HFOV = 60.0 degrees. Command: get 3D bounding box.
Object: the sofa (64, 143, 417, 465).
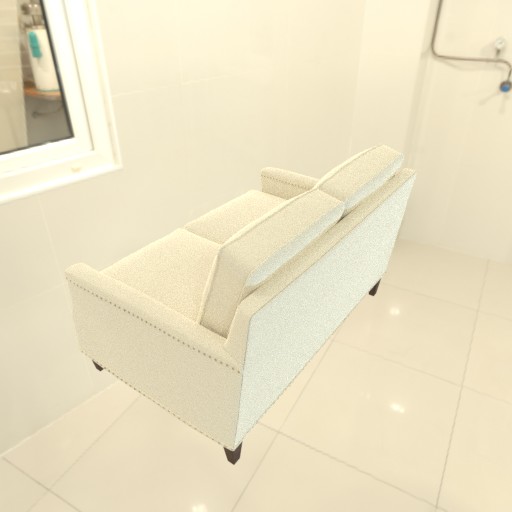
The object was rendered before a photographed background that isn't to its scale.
[{"bbox_3d":[0.000,0.000,2.314,1.084,1.003,1.597,21,38,30],"label":"sofa"}]
